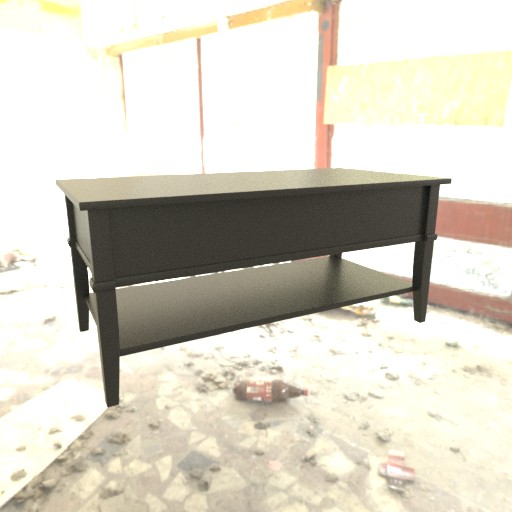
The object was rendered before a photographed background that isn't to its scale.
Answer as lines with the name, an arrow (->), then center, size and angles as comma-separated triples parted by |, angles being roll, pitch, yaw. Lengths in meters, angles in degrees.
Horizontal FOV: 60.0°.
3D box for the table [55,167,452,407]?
table -> 0.000, 0.000, 1.364 | 1.044, 0.470, 0.523 | -8, 17, -27
